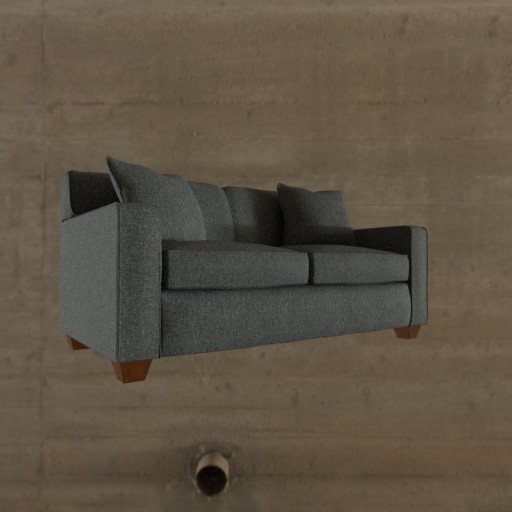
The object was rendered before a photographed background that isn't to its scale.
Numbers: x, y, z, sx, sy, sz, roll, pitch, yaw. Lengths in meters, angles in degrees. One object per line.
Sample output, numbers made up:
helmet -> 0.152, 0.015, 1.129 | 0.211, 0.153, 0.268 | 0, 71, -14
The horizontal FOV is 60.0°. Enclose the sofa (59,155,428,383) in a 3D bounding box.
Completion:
sofa -> 0.000, 0.000, 2.451 | 1.846, 0.958, 0.998 | 1, -1, -35
